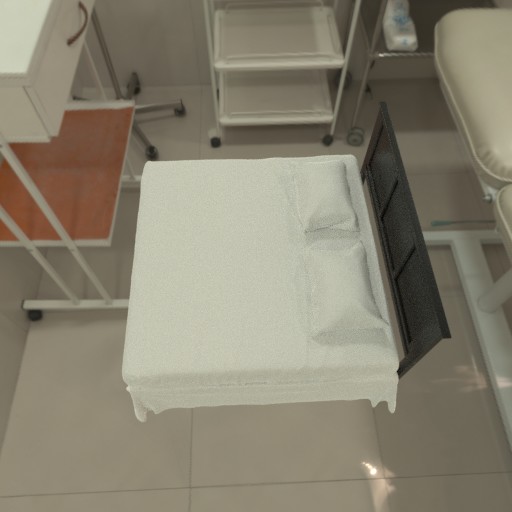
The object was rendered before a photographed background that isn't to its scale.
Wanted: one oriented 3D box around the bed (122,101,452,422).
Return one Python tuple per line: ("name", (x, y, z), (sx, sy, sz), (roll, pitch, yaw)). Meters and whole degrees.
("bed", (0.000, 0.000, 3.594), (2.219, 1.271, 2.315), (-2, 60, -1))
